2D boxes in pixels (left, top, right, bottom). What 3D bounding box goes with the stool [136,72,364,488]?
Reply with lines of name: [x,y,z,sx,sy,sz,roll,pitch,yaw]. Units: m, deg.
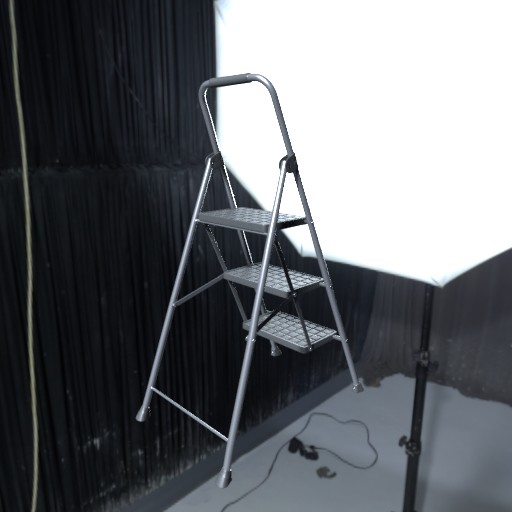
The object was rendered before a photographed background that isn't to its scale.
stool: [0.000,0.000,1.500,0.733,1.121,0.473,-14,20,-43]
